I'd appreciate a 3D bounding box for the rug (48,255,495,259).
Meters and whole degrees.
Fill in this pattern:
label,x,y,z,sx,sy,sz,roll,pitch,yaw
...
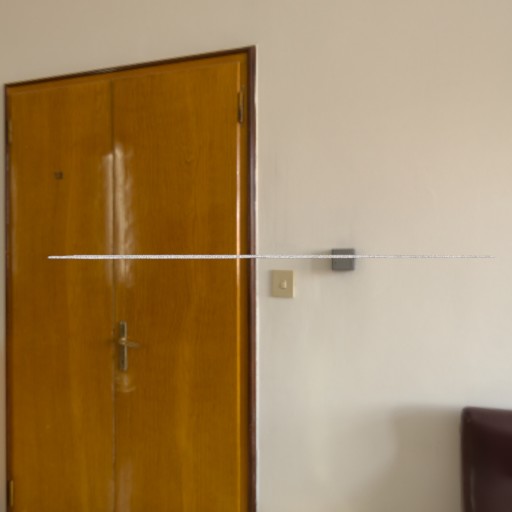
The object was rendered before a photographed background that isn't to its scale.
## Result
label,x,y,z,sx,sy,sz,roll,pitch,yaw
rug,0.000,0.000,4.294,3.359,0.020,2.448,0,0,-17
